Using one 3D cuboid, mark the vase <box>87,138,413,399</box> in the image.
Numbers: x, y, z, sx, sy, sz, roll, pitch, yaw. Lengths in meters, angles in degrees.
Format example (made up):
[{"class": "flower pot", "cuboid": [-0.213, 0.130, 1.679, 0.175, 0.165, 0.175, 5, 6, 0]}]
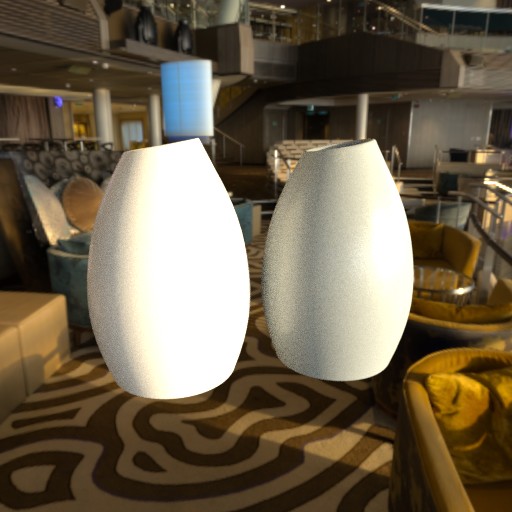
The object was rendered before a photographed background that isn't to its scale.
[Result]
[{"class": "vase", "cuboid": [0.000, 0.000, 0.256, 0.187, 0.131, 0.089, -3, 15, -10]}]
